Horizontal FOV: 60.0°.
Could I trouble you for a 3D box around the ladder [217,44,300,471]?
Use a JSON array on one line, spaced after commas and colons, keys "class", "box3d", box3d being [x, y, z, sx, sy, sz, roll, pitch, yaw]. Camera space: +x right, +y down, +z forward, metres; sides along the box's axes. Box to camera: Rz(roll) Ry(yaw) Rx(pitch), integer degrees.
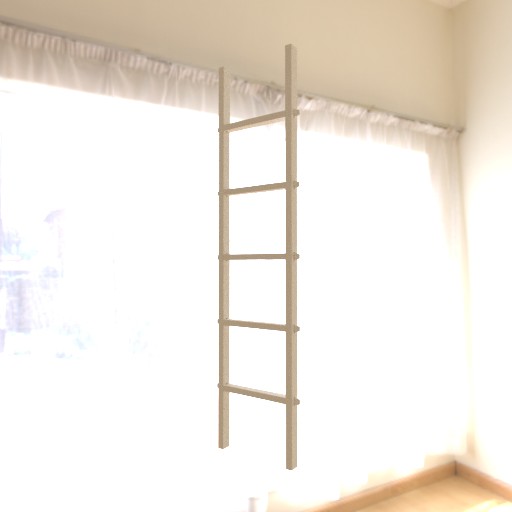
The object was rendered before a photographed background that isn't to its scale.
[{"class": "ladder", "box3d": [0.000, 0.000, 1.999, 0.452, 1.797, 0.051, -1, -1, 36]}]
